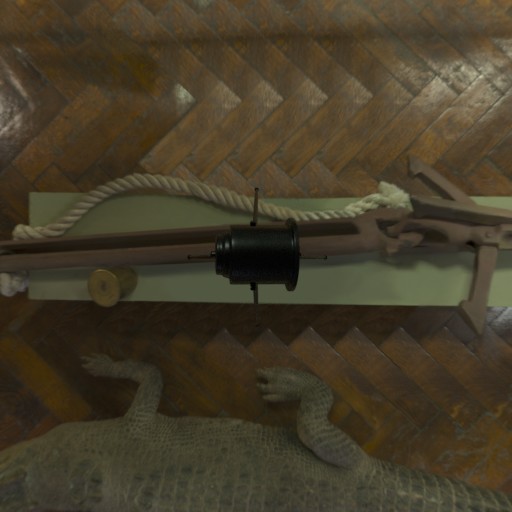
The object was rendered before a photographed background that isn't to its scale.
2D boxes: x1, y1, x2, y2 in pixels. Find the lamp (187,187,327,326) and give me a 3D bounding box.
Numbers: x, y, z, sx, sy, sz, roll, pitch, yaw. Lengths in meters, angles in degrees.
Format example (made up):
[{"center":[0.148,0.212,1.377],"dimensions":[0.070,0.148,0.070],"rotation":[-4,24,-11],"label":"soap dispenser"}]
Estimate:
[{"center":[0.000,0.000,2.067],"dimensions":[0.884,1.504,0.879],"rotation":[0,89,1],"label":"lamp"}]
